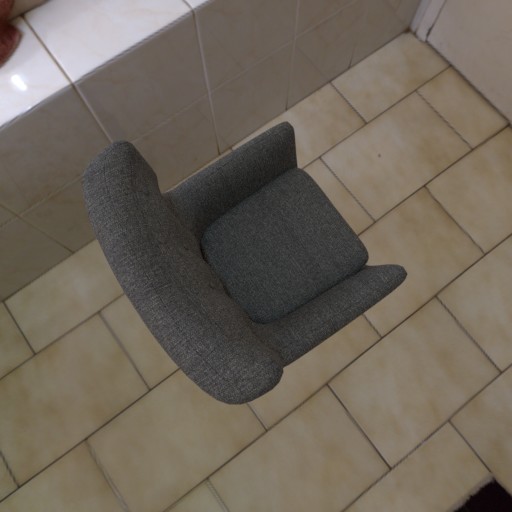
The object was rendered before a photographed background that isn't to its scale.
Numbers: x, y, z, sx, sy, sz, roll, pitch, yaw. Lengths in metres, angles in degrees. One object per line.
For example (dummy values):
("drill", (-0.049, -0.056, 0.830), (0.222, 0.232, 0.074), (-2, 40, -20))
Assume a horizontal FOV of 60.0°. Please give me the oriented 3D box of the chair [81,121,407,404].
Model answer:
("chair", (0.000, 0.000, 1.788), (0.904, 1.063, 0.878), (-33, 78, -8))
